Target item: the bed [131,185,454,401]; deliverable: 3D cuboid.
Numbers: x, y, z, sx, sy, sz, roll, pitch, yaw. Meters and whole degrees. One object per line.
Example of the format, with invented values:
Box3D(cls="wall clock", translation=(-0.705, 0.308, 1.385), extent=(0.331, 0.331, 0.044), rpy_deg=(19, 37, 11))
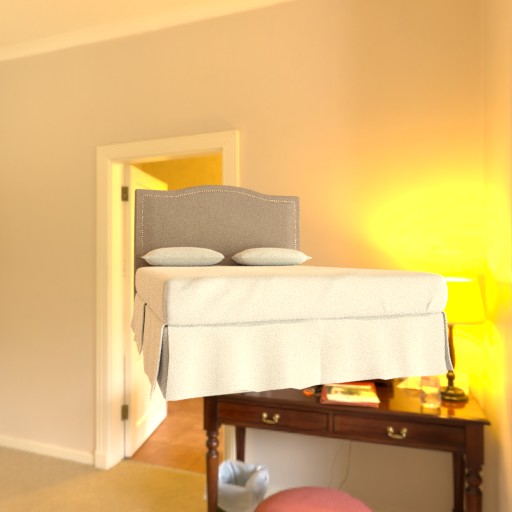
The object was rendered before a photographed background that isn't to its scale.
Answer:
Box3D(cls="bed", translation=(0.000, 0.000, 3.461), extent=(1.821, 1.436, 2.282), rpy_deg=(0, 0, -19))
